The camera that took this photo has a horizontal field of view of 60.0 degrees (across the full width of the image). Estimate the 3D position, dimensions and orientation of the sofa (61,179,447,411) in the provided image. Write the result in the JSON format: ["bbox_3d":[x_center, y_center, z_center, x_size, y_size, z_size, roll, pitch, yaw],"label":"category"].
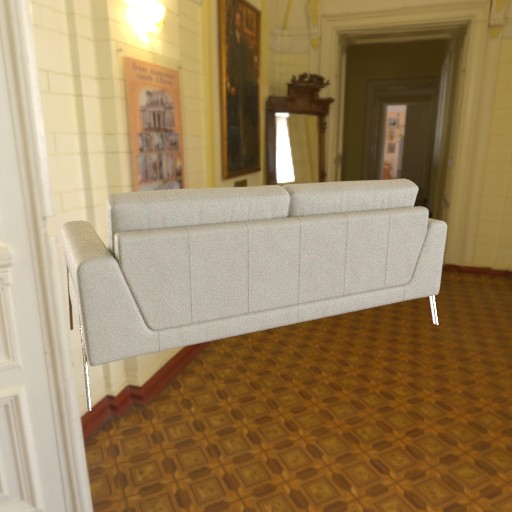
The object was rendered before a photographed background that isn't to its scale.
[{"bbox_3d":[0.000,0.000,2.560,2.017,0.875,0.953,-7,16,-25],"label":"sofa"}]
